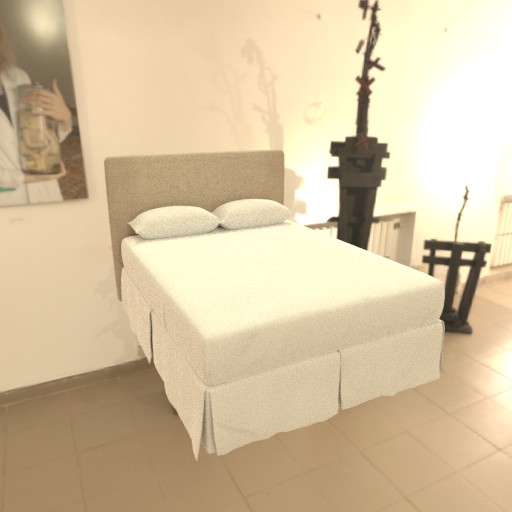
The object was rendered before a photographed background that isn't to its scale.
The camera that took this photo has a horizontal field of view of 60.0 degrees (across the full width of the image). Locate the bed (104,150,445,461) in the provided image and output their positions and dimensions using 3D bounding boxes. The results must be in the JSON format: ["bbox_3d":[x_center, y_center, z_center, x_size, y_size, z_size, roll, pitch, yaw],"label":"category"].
[{"bbox_3d":[0.000,0.000,3.221,1.713,1.330,2.162,-9,20,-26],"label":"bed"}]
